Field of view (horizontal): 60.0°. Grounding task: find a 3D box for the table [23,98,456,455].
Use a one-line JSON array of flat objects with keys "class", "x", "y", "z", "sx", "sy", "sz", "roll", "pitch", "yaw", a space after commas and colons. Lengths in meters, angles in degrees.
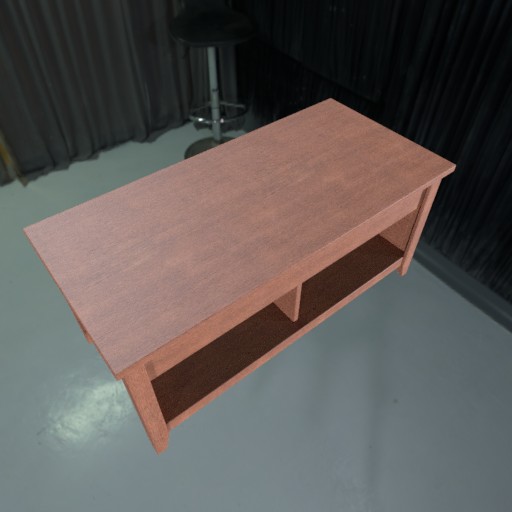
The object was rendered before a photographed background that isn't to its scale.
[{"class": "table", "x": 0.000, "y": 0.000, "z": 1.291, "sx": 1.016, "sy": 0.457, "sz": 0.483, "roll": -30, "pitch": 54, "yaw": -25}]
